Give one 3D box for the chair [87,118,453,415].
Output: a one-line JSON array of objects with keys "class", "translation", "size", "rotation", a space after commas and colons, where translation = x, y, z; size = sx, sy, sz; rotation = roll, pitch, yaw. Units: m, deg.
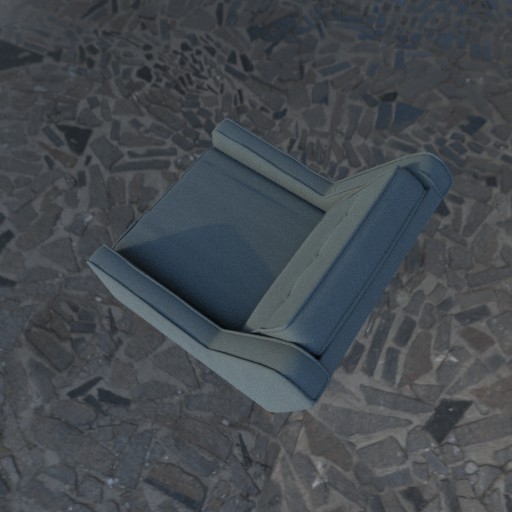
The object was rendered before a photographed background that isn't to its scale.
[{"class": "chair", "translation": [0.000, 0.000, 1.344], "size": [0.733, 0.780, 0.663], "rotation": [33, 69, 15]}]
